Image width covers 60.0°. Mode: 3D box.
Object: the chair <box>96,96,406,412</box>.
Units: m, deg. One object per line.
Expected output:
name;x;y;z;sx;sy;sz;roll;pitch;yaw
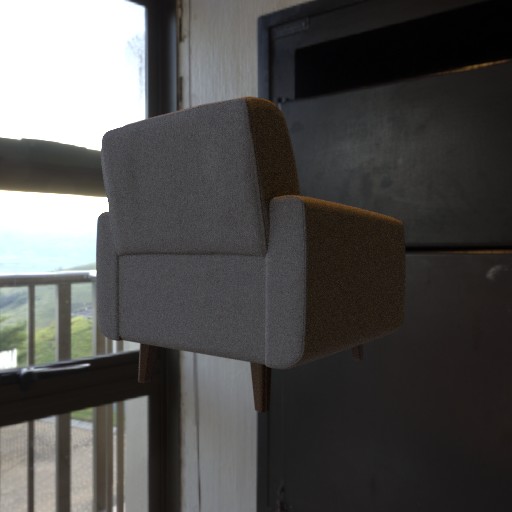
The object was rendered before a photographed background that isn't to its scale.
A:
chair;0.000;0.000;1.605;0.831;0.839;0.907;0;0;35
